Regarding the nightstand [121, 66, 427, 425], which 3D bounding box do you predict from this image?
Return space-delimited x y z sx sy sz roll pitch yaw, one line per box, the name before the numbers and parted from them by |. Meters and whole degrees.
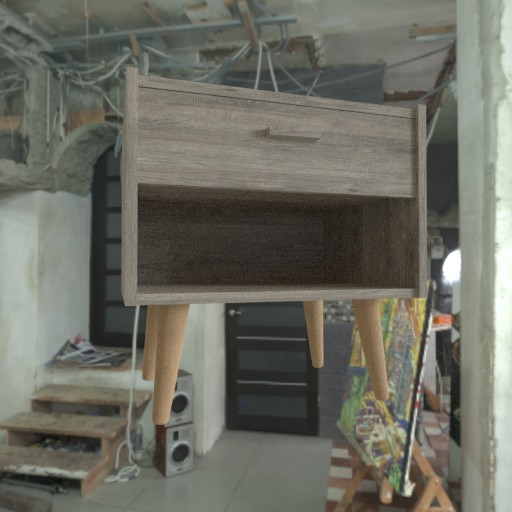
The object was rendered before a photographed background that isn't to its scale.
nightstand | 0.000 0.000 0.835 0.480 0.500 0.380 0 -1 -18
